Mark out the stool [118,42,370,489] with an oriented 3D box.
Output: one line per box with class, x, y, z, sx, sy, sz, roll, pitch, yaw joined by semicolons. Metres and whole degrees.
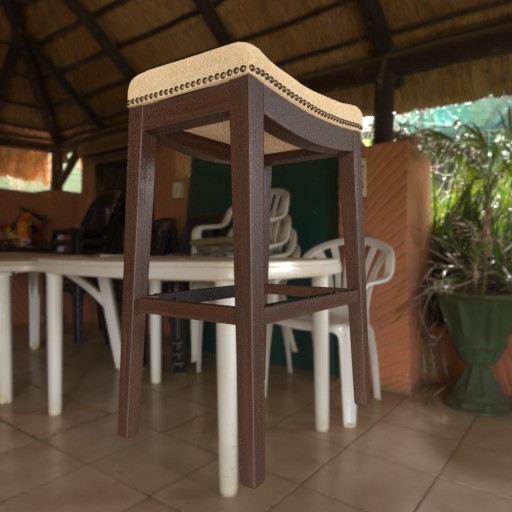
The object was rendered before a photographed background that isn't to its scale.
stool;0.000;0.000;1.039;0.363;0.768;0.509;1;1;36
